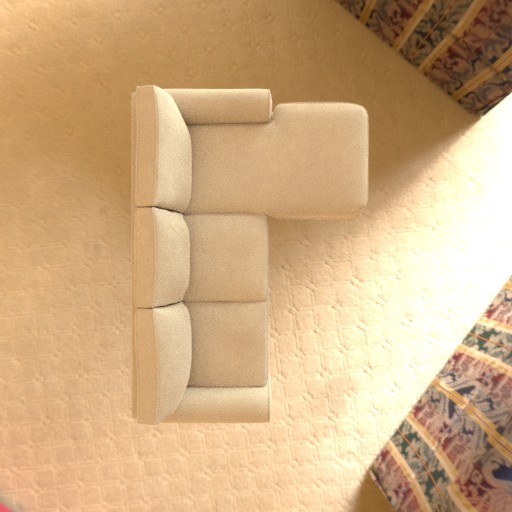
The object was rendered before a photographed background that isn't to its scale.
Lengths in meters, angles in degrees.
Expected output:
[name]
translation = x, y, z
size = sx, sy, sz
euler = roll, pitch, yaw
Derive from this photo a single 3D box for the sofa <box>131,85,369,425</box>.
[sofa]
translation = 0.000, 0.000, 2.412
size = 1.226, 0.734, 1.770
euler = 0, 90, 1
